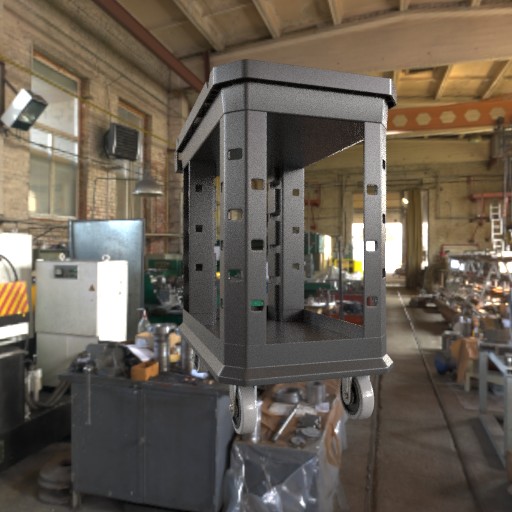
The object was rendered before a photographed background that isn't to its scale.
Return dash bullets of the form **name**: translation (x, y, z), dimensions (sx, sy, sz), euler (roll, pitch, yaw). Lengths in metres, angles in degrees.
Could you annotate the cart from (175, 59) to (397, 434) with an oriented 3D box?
- **cart**: translation (0.000, 0.000, 1.552), dimensions (0.497, 0.884, 1.061), euler (0, 0, -17)
